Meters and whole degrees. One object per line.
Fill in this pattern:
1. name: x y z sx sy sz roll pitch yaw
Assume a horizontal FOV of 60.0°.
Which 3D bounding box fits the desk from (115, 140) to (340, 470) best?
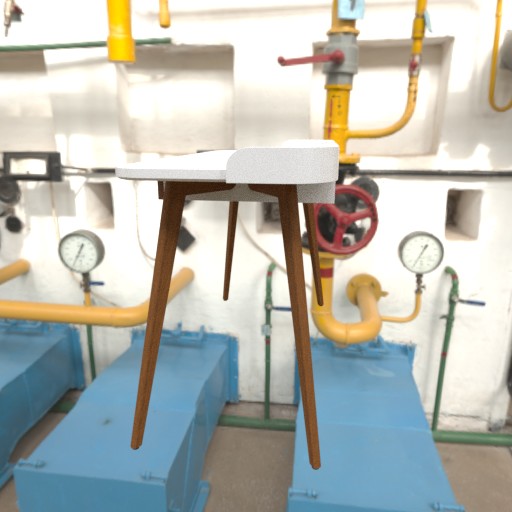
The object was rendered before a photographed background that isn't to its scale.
1. desk: 0.000 0.000 1.618 0.534 0.807 1.206 2 16 8
